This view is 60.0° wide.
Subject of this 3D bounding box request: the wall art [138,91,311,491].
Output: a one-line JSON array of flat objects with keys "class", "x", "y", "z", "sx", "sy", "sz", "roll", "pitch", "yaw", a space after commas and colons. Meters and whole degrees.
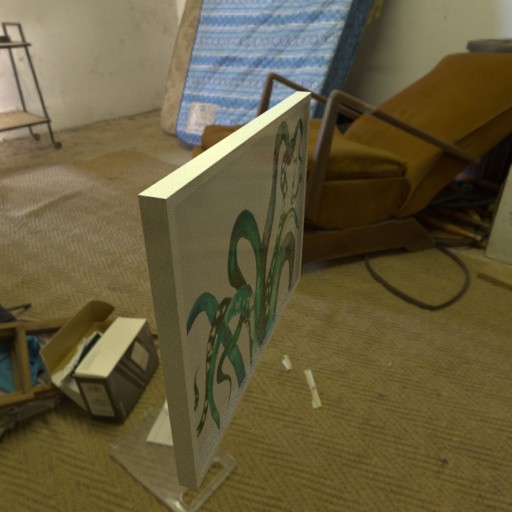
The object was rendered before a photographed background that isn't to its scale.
[{"class": "wall art", "x": 0.000, "y": 0.000, "z": 1.351, "sx": 0.053, "sy": 0.787, "sz": 1.041, "roll": 10, "pitch": 31, "yaw": 17}]
